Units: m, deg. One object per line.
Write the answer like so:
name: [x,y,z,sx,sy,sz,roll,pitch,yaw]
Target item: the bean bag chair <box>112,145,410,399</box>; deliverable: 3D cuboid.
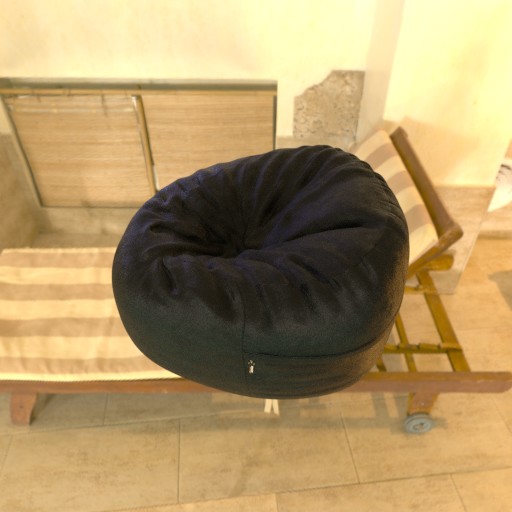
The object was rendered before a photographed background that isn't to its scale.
bean bag chair: [0.000,0.000,2.422,1.524,0.878,1.524,0,40,0]
